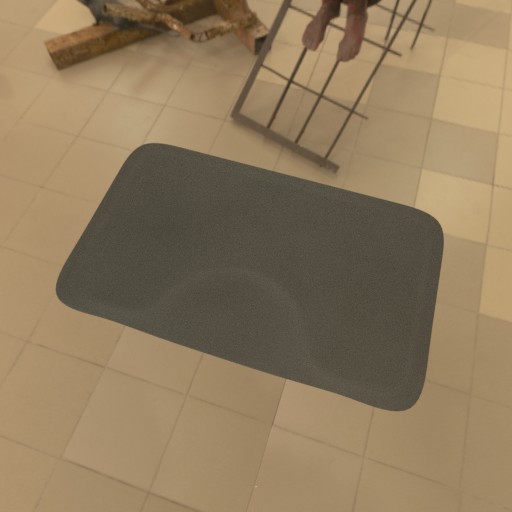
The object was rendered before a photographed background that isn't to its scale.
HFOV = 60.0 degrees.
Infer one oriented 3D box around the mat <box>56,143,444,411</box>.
[{"bbox_3d":[0.000,0.000,1.895,1.524,0.013,0.918,16,64,8],"label":"mat"}]
